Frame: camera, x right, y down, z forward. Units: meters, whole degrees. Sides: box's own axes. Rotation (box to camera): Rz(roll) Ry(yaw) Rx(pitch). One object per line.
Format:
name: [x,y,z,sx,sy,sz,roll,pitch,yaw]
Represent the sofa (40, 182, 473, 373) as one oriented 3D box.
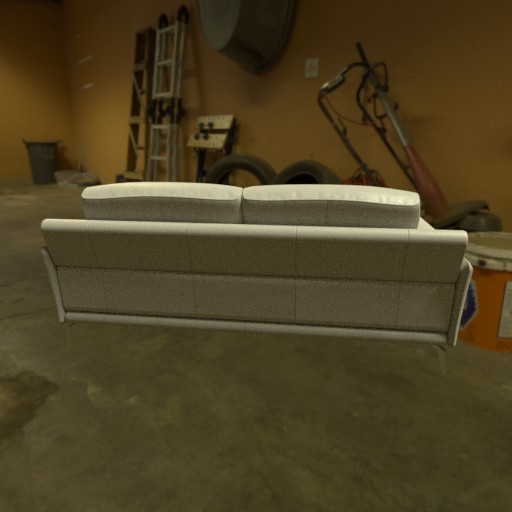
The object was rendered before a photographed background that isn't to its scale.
sofa: [0.000,0.000,2.605,2.101,0.930,1.049,2,16,8]
